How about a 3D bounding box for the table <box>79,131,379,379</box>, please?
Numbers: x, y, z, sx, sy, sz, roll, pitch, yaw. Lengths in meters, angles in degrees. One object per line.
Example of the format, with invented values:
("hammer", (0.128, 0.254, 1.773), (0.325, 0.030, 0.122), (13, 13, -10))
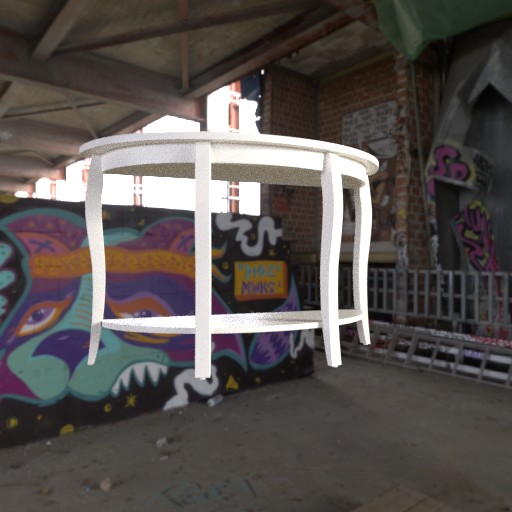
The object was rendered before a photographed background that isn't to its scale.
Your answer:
("table", (0.000, 0.000, 1.620), (1.219, 0.780, 0.394), (0, 0, -19))
